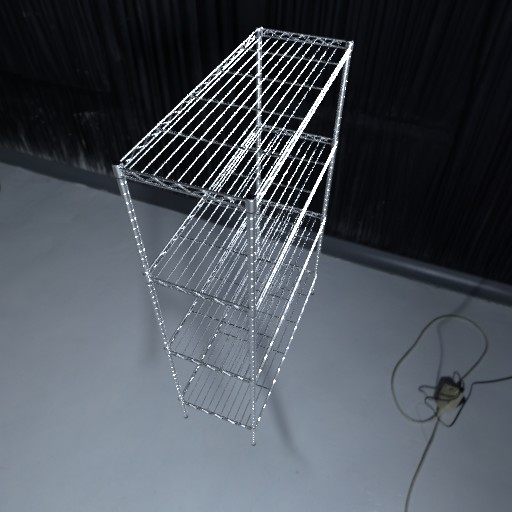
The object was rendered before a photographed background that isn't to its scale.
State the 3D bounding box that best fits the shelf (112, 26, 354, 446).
[{"bbox_3d":[0.000,0.000,1.736,0.352,1.360,0.907,16,49,15],"label":"shelf"}]
